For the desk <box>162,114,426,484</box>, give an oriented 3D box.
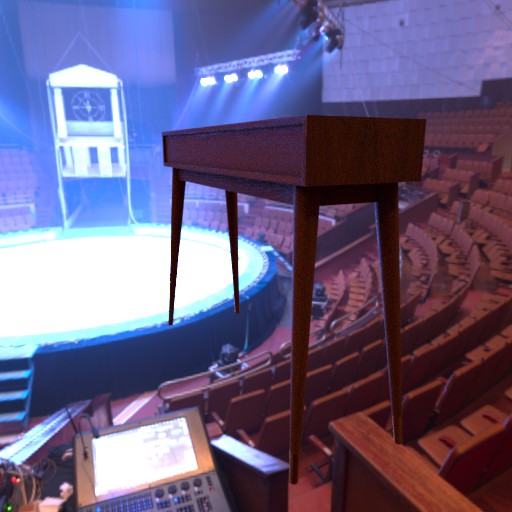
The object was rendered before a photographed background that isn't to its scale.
[{"bbox_3d":[0.000,0.000,1.643,0.384,0.917,1.204,-7,15,-25],"label":"desk"}]
